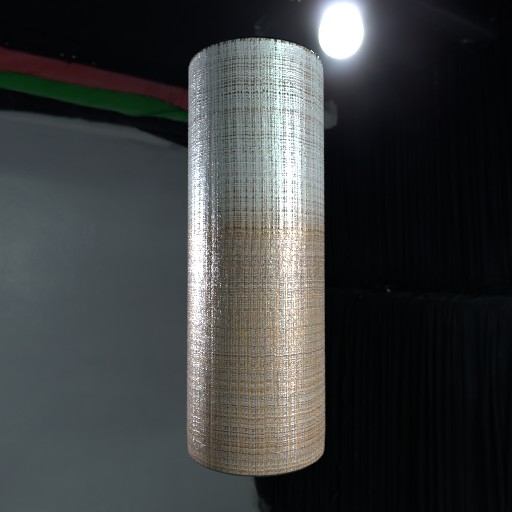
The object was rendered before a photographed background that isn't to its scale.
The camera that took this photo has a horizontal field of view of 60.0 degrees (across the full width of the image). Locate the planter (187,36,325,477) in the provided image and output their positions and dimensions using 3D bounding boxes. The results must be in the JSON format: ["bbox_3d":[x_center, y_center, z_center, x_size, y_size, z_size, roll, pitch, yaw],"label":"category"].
[{"bbox_3d":[0.000,0.000,0.326,0.099,0.278,0.099,1,-2,-35],"label":"planter"}]
